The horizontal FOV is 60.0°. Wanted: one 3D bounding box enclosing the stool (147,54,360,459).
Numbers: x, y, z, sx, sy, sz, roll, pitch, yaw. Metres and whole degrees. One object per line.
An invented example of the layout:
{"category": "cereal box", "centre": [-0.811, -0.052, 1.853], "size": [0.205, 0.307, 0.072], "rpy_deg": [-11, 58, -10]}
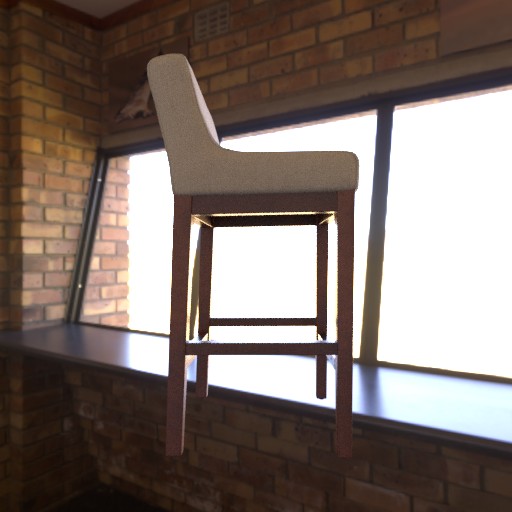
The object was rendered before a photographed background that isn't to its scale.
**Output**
{"category": "stool", "centre": [0.000, 0.000, 1.247], "size": [0.500, 0.937, 0.511], "rpy_deg": [0, 0, 1]}
